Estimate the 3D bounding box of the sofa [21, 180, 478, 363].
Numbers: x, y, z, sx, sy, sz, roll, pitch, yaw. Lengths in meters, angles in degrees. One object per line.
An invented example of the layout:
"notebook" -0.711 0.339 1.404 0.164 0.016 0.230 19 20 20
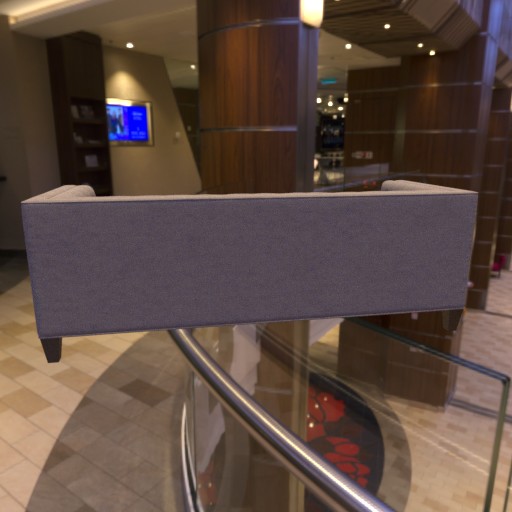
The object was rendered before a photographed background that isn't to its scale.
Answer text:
"sofa" 0.000 0.000 2.504 2.159 0.762 0.775 -3 14 -10
